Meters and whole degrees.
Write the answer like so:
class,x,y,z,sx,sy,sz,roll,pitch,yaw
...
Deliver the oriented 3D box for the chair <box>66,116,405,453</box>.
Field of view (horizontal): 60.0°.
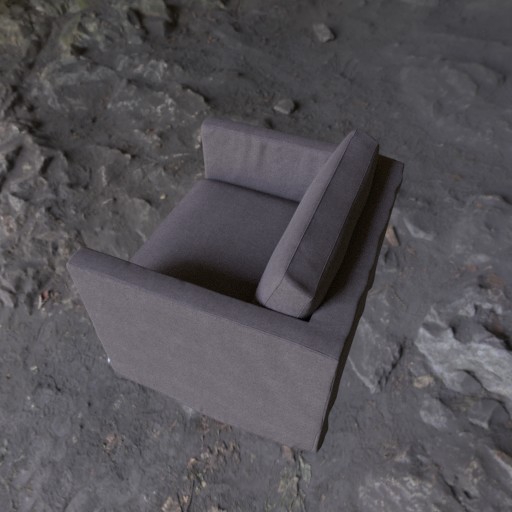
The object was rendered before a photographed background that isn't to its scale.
class,x,y,z,sx,sy,sz,roll,pitch,yaw
chair,0.000,0.000,1.821,0.949,0.863,1.057,17,49,16
